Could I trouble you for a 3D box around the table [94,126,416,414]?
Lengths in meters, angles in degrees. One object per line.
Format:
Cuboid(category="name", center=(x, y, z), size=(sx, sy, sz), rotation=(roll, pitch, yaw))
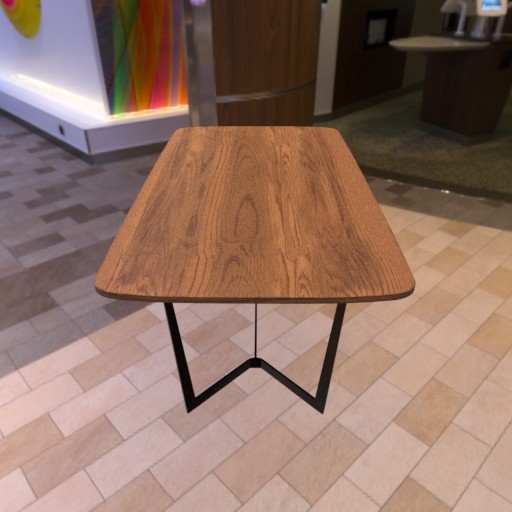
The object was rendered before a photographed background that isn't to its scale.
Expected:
Cuboid(category="table", center=(0.000, 0.000, 2.108), size=(0.949, 0.765, 1.643), rotation=(0, 32, 0))
